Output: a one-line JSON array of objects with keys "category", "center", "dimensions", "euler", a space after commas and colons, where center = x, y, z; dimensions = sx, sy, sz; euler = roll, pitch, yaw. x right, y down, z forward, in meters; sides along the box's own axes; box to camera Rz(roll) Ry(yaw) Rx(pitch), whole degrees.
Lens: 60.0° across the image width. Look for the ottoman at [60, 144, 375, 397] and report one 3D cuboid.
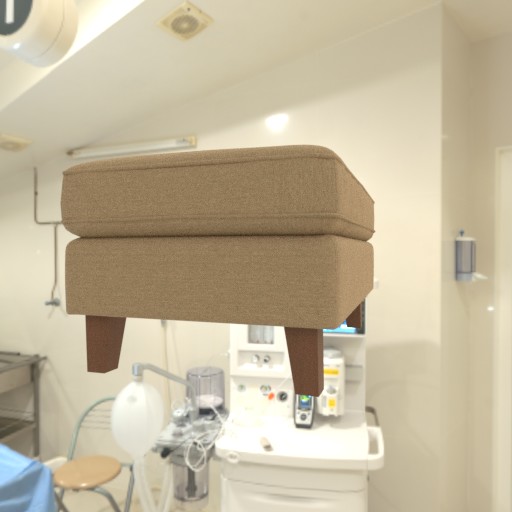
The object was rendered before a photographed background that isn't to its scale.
[{"category": "ottoman", "center": [0.000, 0.000, 1.316], "dimensions": [0.636, 0.521, 0.945], "euler": [0, 1, 19]}]
